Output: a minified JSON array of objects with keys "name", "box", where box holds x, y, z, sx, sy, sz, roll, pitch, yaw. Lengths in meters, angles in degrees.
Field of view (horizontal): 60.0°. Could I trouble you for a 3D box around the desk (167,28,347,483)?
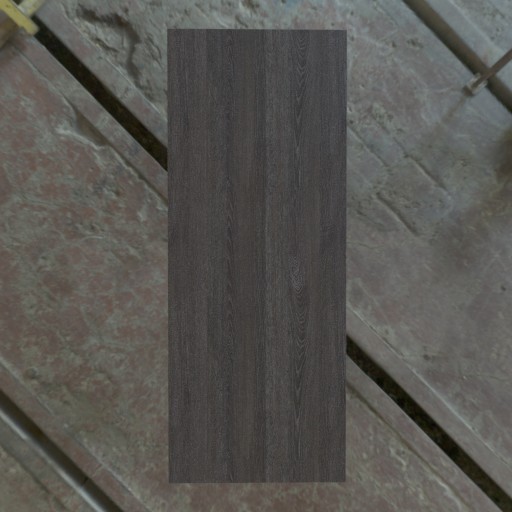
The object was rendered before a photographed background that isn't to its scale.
[{"name":"desk","box":[0.000,0.000,1.869,0.600,0.760,1.524,0,91,-1]}]
